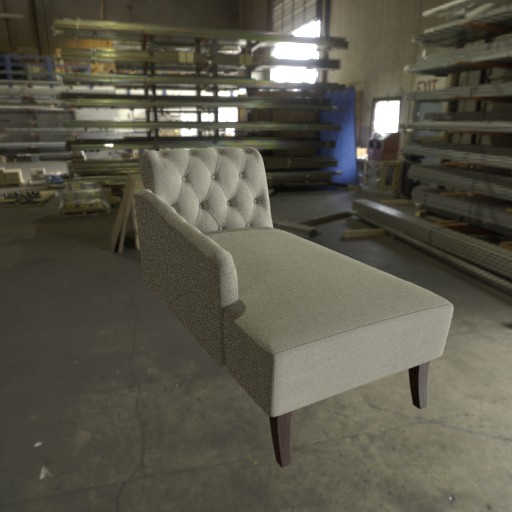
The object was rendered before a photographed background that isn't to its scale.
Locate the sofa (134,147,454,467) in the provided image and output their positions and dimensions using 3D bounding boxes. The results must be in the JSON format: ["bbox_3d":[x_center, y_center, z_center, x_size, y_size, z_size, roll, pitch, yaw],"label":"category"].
[{"bbox_3d":[0.000,0.000,1.793,0.675,0.787,1.379,-9,19,-27],"label":"sofa"}]
